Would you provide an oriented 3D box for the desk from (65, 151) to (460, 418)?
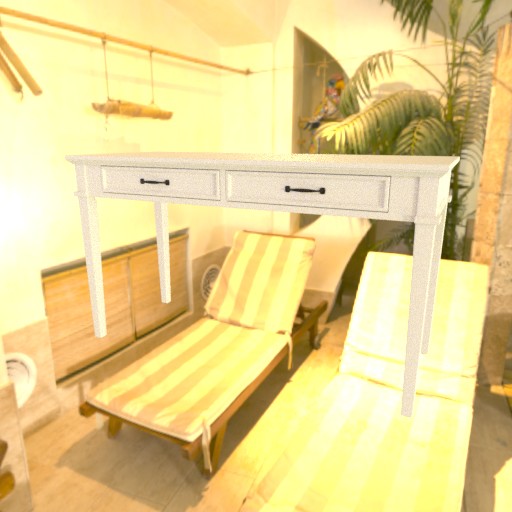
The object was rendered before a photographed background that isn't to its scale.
[{"bbox_3d":[0.000,0.000,1.757,1.372,0.774,0.559,7,17,25],"label":"desk"}]
